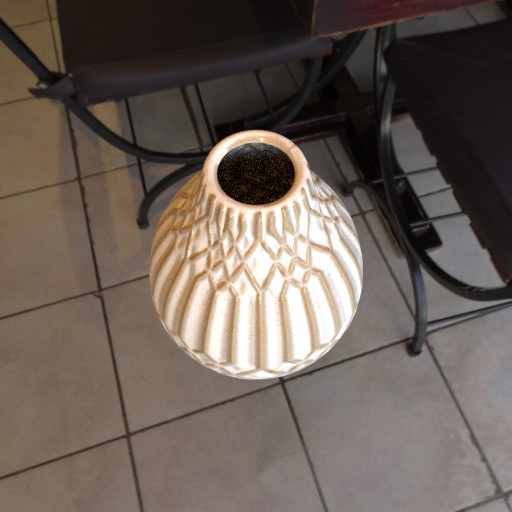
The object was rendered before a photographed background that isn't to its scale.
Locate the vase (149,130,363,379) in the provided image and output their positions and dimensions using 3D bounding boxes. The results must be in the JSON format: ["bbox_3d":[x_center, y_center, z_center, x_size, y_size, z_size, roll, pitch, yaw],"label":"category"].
[{"bbox_3d":[0.000,0.000,0.316,0.159,0.200,0.159,0,63,0],"label":"vase"}]
